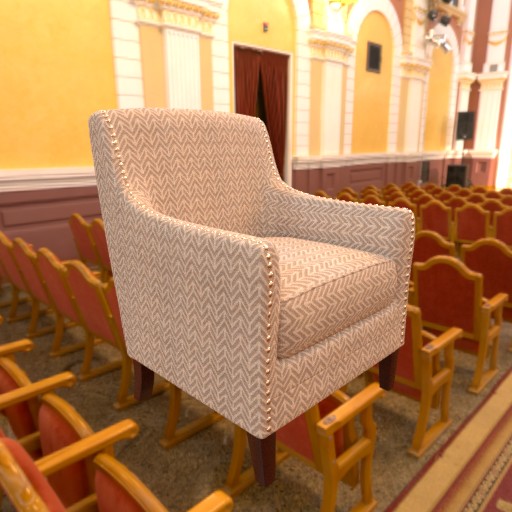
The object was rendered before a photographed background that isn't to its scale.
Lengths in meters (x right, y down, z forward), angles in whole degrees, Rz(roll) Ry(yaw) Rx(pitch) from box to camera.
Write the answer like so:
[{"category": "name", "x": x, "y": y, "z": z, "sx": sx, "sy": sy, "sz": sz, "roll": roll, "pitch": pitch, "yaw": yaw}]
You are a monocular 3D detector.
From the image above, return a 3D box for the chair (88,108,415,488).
[{"category": "chair", "x": 0.000, "y": 0.000, "z": 1.255, "sx": 0.651, "sy": 0.816, "sz": 0.623, "roll": 14, "pitch": 20, "yaw": 43}]
